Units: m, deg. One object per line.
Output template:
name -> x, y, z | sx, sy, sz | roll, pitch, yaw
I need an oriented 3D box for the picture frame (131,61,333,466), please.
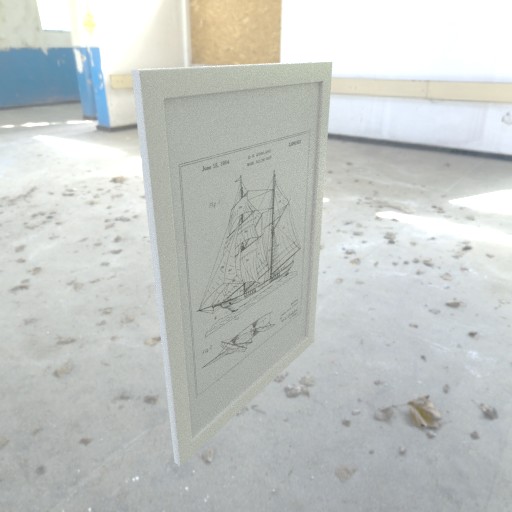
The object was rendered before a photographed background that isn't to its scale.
picture frame -> 0.000, 0.000, 0.672 | 0.012, 0.534, 0.381 | 18, 31, 33
